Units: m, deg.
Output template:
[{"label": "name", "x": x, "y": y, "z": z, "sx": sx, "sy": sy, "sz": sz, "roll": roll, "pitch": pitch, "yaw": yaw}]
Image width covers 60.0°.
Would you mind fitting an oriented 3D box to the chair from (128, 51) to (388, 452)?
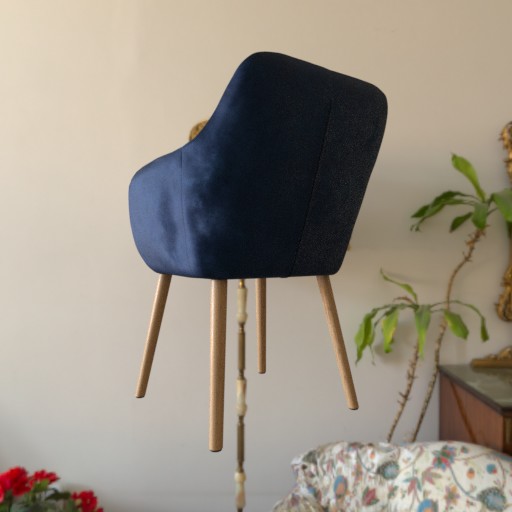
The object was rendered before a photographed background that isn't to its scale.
[{"label": "chair", "x": 0.000, "y": 0.000, "z": 1.195, "sx": 0.578, "sy": 0.826, "sz": 0.573, "roll": 0, "pitch": 1, "yaw": -35}]
